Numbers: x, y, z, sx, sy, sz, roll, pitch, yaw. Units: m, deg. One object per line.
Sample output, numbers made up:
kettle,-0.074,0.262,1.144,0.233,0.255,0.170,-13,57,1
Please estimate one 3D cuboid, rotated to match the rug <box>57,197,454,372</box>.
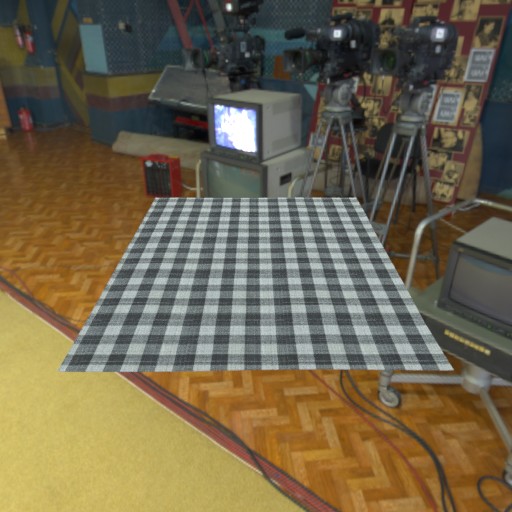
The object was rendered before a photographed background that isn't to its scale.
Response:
rug,0.000,0.000,4.040,2.432,0.013,3.021,0,28,0
